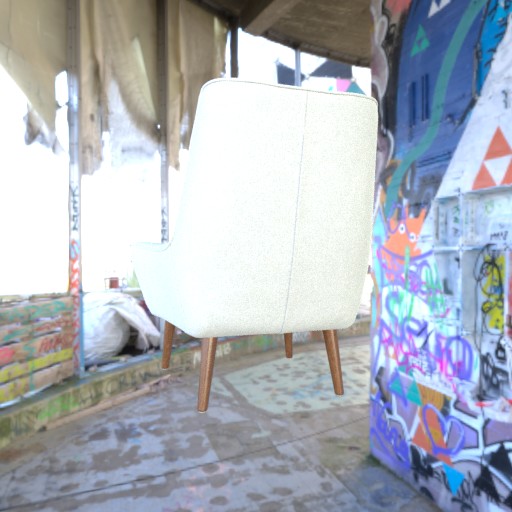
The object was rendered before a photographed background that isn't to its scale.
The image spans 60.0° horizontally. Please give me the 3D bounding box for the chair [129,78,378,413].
[{"bbox_3d":[0.000,0.000,1.498,0.787,0.888,0.822,0,1,-19],"label":"chair"}]
